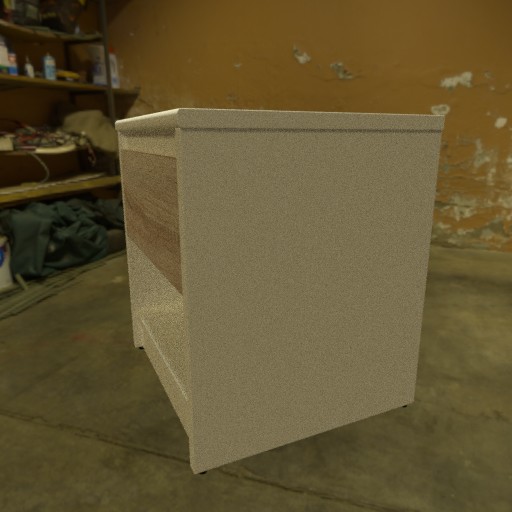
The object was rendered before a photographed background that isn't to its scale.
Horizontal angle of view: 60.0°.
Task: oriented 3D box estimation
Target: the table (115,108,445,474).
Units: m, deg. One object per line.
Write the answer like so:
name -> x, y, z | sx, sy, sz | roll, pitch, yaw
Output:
table -> 0.000, 0.000, 0.776 | 0.380, 0.460, 0.420 | -7, 17, -24
